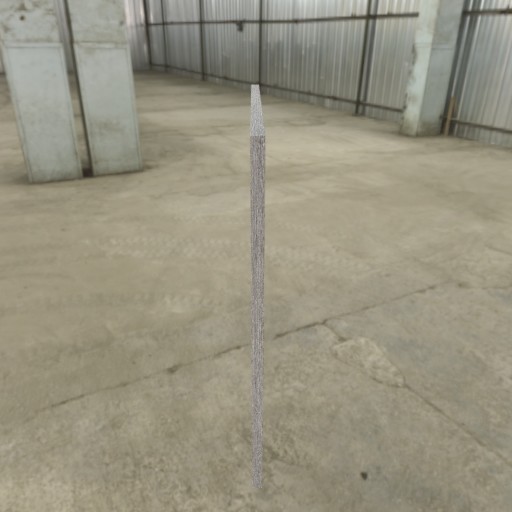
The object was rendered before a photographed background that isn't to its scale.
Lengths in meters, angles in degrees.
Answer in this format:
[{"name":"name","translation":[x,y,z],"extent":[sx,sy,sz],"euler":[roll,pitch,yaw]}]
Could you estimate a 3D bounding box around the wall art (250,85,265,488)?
[{"name":"wall art","translation":[0.000,0.000,1.031],"extent":[0.020,0.685,0.685],"euler":[0,26,0]}]
